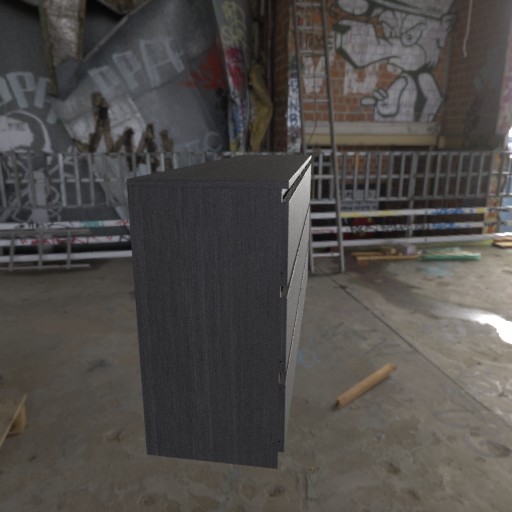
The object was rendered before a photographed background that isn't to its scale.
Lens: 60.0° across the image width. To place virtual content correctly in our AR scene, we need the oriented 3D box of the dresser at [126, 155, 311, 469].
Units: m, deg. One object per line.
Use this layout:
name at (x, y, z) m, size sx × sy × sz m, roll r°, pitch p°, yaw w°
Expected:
dresser at (0.000, 0.000, 1.919) m, size 0.400 × 0.795 × 1.590 m, roll 2°, pitch 15°, yaw 8°
